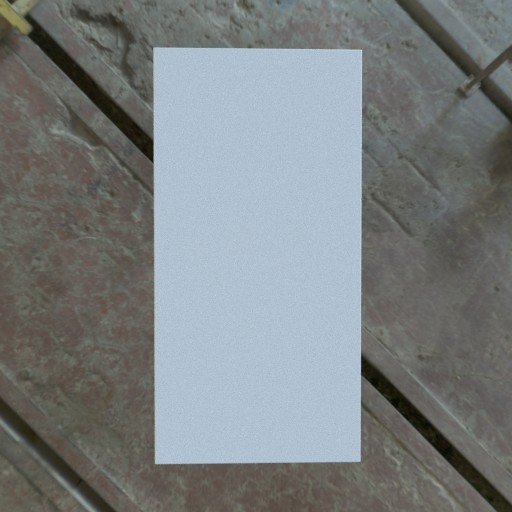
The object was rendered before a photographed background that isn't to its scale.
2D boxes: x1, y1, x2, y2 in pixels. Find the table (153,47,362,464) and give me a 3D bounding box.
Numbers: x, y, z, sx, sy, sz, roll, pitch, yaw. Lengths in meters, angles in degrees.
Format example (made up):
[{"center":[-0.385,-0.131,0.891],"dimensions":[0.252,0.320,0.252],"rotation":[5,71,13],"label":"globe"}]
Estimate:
[{"center":[0.000,0.000,2.318],"dimensions":[0.900,0.790,1.800],"rotation":[0,91,-1],"label":"table"}]
